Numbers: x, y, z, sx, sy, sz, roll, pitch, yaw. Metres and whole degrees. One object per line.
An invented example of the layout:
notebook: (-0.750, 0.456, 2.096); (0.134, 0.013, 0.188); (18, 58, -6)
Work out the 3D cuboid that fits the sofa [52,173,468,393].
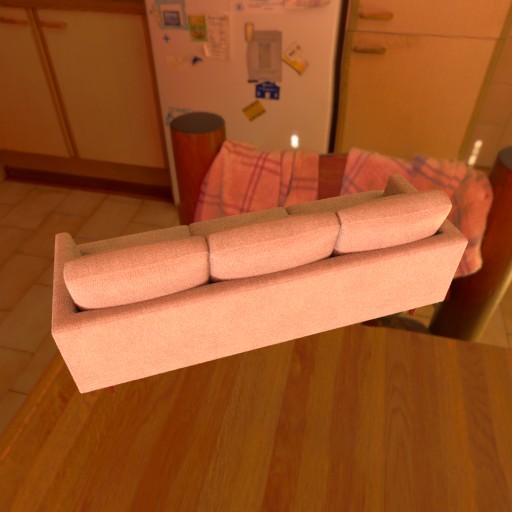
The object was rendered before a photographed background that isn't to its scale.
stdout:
sofa: (0.000, 0.000, 2.688); (2.246, 0.930, 0.903); (-12, 43, -13)
